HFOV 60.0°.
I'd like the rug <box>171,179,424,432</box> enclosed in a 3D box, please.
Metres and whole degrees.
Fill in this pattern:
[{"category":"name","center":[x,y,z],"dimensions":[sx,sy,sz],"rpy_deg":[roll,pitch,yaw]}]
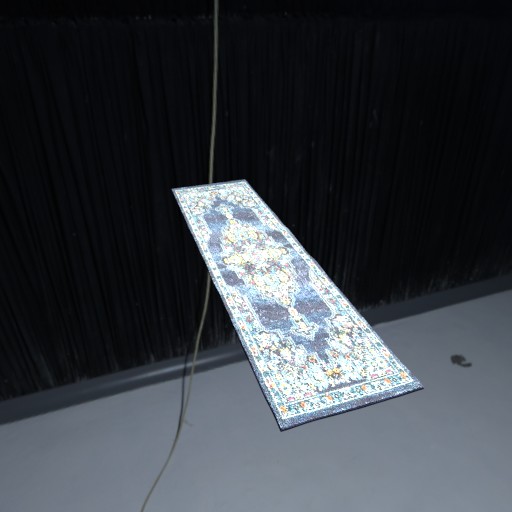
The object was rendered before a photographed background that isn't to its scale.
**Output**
[{"category":"rug","center":[0.000,0.000,2.552],"dimensions":[0.602,0.016,2.283],"rpy_deg":[-10,33,-16]}]
